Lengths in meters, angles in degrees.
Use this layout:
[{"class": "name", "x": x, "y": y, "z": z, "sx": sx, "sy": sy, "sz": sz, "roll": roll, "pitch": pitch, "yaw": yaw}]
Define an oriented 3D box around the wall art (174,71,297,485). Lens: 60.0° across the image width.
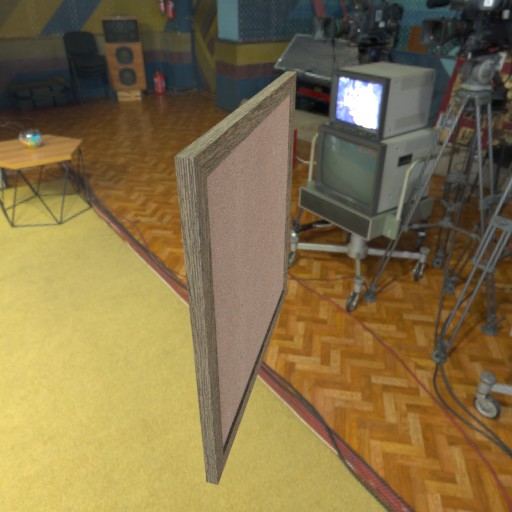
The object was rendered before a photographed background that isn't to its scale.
[{"class": "wall art", "x": 0.000, "y": 0.000, "z": 0.748, "sx": 0.019, "sy": 0.508, "sz": 0.508, "roll": 8, "pitch": 32, "yaw": 13}]
